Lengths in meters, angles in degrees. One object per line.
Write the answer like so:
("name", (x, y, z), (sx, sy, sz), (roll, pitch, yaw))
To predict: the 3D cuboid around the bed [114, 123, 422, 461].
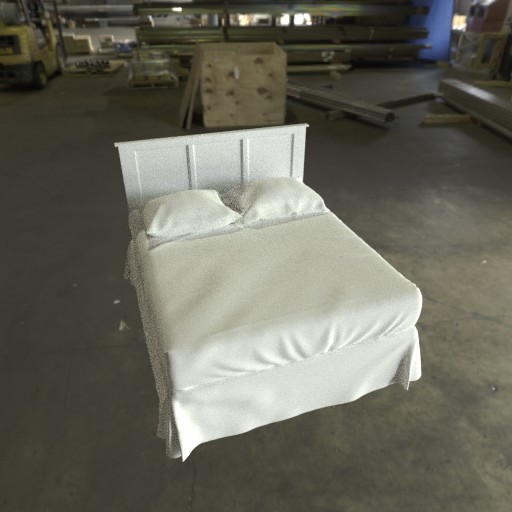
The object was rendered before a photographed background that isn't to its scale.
("bed", (0.000, 0.000, 3.242), (1.876, 1.269, 2.047), (-11, 34, -17))
